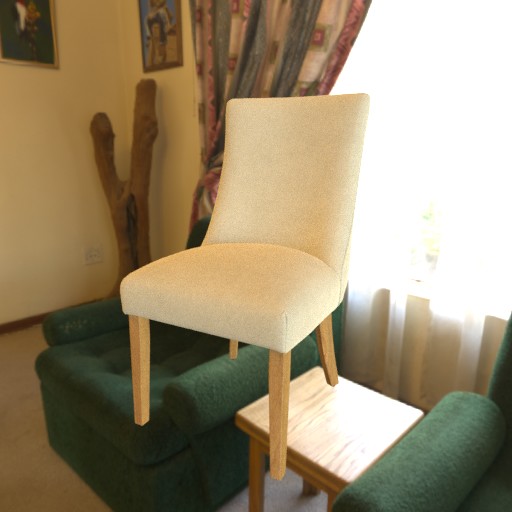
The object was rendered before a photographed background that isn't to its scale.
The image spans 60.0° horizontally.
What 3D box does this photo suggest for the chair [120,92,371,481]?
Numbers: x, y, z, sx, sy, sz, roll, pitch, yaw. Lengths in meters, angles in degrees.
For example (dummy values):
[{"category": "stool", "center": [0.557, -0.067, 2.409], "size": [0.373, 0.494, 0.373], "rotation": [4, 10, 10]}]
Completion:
[{"category": "chair", "center": [0.000, 0.000, 1.264], "size": [0.495, 0.902, 0.610], "rotation": [8, 17, 28]}]
